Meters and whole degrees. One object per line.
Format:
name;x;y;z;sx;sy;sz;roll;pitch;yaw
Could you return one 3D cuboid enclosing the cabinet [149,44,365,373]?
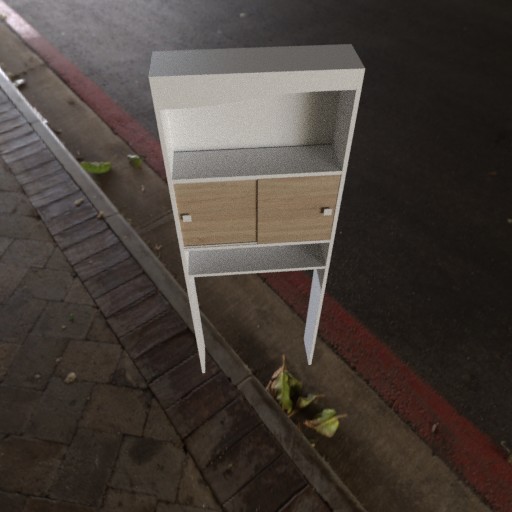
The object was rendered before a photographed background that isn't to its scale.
cabinet;0.000;0.000;2.013;0.643;1.770;0.192;-4;47;-3
